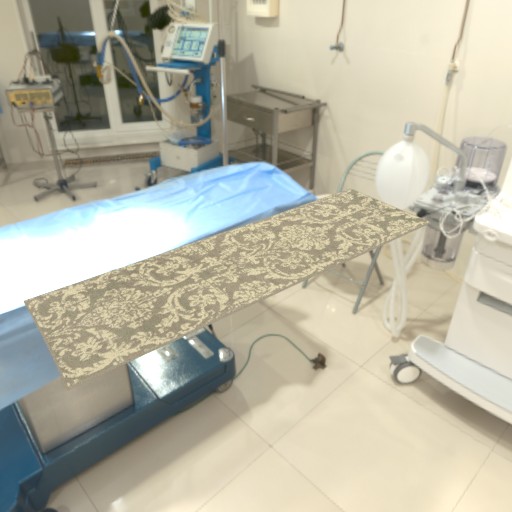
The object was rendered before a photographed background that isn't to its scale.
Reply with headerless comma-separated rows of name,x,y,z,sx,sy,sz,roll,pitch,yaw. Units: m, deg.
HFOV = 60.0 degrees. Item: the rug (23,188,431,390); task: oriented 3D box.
rug,0.000,0.000,2.385,2.196,0.011,0.662,-21,37,-31
